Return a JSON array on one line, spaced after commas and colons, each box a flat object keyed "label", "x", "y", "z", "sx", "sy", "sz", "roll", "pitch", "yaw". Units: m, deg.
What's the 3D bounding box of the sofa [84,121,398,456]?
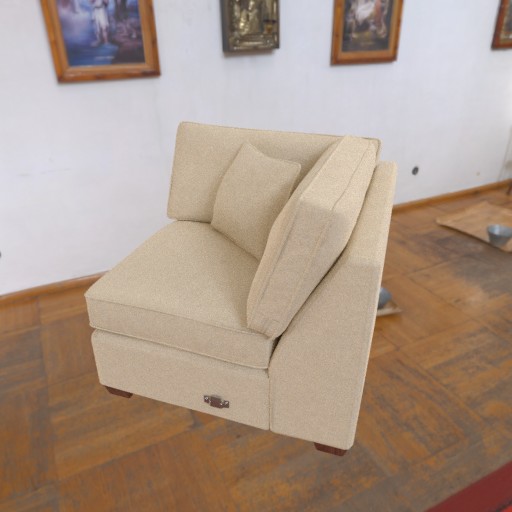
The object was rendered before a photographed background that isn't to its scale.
[{"label": "sofa", "x": 0.000, "y": 0.000, "z": 1.963, "sx": 1.084, "sy": 1.002, "sz": 1.146, "roll": 9, "pitch": 28, "yaw": 16}]
